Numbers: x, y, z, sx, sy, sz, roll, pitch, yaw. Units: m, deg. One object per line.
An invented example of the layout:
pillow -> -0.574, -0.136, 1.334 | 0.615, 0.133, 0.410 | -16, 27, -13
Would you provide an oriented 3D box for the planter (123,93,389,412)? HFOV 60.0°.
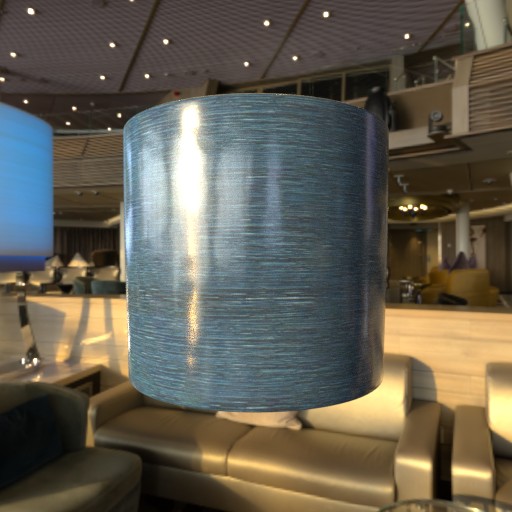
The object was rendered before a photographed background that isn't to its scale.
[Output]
planter -> 0.000, 0.000, 0.385 | 0.221, 0.201, 0.221 | 0, 0, 0
